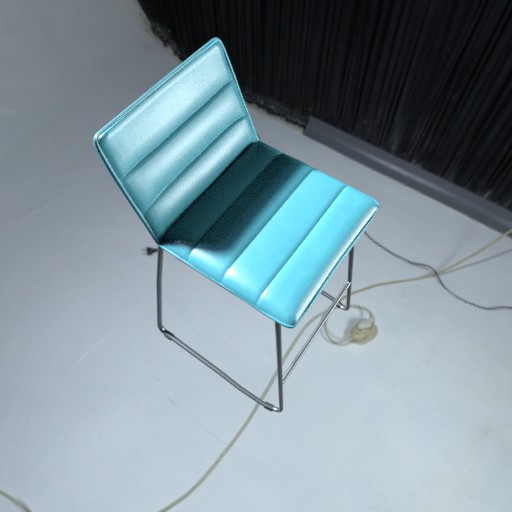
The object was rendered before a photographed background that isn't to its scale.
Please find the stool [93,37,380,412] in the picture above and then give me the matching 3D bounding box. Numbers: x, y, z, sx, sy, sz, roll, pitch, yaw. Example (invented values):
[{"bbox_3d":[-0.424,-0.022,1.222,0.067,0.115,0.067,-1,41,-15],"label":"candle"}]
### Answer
[{"bbox_3d":[0.000,0.000,1.229,0.524,0.936,0.489,32,65,17],"label":"stool"}]
